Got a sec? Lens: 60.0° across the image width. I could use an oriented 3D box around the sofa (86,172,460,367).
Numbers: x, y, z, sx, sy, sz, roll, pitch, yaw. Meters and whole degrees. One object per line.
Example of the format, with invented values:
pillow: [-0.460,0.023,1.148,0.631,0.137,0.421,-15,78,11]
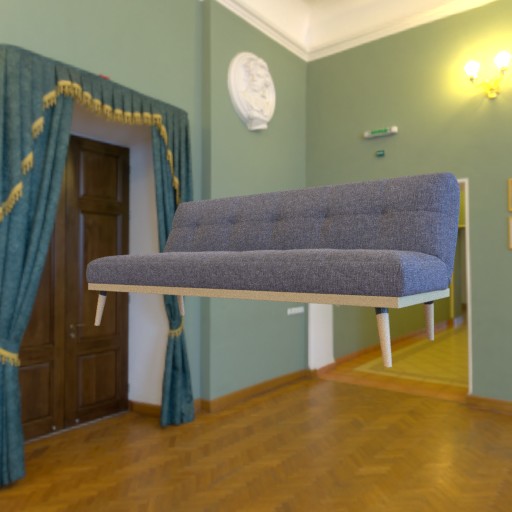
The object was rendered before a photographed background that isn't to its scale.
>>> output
sofa: [0.000,0.000,2.294,1.820,0.770,0.820,-1,-1,37]
